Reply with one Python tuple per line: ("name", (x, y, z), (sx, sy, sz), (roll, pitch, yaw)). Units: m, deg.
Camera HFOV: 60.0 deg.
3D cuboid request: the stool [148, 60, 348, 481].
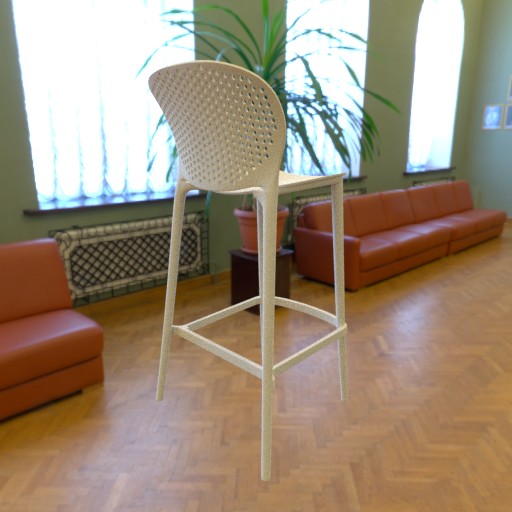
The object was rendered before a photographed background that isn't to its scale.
("stool", (0.000, 0.000, 1.363), (0.535, 1.045, 0.536), (-14, 20, -43))
